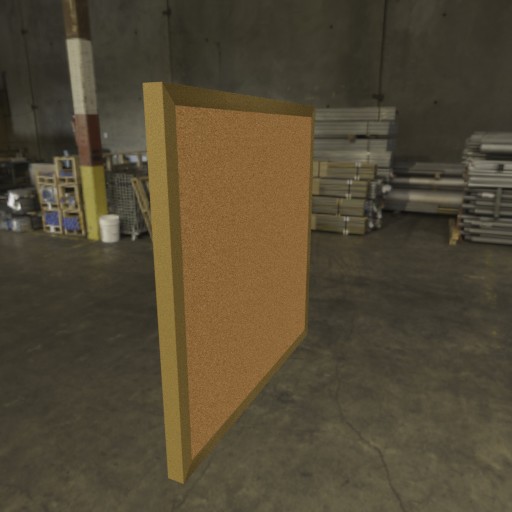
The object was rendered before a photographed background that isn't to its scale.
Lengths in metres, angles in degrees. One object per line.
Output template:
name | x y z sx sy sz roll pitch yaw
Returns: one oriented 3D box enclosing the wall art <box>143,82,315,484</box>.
wall art | 0.000 0.000 1.134 0.038 0.762 0.762 7 17 24
